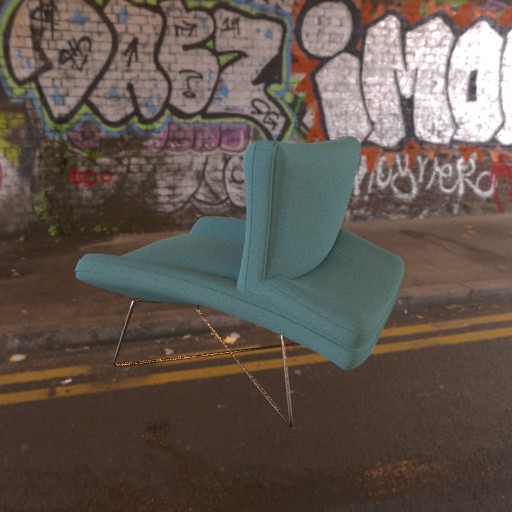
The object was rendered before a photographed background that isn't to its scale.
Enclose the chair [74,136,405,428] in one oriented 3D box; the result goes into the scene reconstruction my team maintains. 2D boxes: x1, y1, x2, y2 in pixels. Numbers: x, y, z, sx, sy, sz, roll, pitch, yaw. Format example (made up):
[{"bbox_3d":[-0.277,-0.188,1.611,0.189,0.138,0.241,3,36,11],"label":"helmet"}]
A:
[{"bbox_3d":[0.000,0.000,1.651,1.008,0.855,0.859,8,18,25],"label":"chair"}]
